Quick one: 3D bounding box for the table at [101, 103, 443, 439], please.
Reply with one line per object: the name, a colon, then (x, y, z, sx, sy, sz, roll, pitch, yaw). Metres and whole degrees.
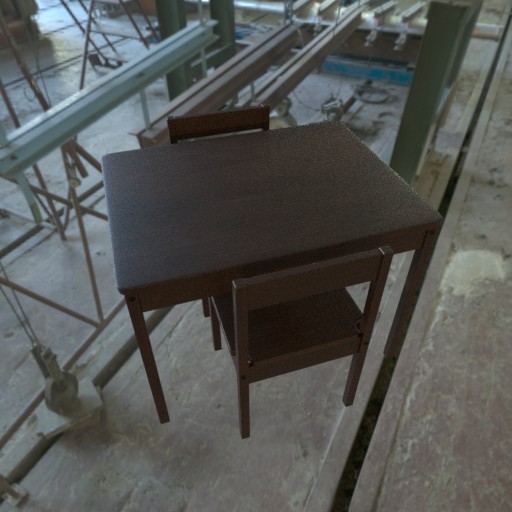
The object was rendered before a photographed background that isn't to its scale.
table: (0.000, 0.000, 1.135, 0.650, 0.503, 0.672, -12, 43, -13)
